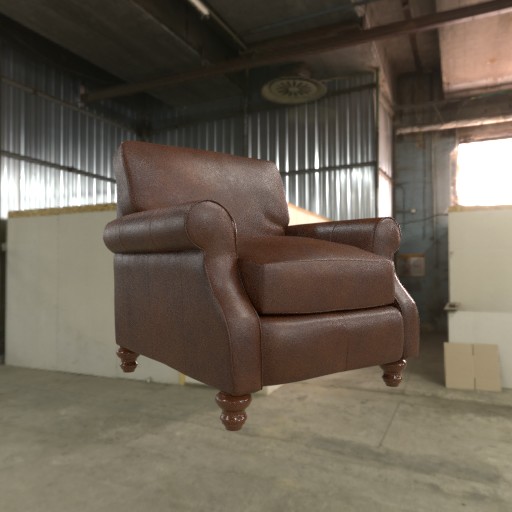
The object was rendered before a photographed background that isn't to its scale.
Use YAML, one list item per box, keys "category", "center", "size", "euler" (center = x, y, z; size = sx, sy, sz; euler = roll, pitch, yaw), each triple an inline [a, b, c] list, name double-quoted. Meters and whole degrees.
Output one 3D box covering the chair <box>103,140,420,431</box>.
- category: "chair"
  center: [0.000, 0.000, 1.759]
  size: [0.989, 0.972, 0.992]
  euler: [1, -1, -37]
